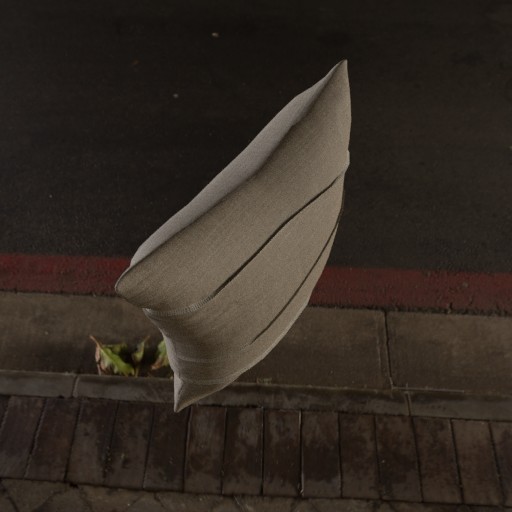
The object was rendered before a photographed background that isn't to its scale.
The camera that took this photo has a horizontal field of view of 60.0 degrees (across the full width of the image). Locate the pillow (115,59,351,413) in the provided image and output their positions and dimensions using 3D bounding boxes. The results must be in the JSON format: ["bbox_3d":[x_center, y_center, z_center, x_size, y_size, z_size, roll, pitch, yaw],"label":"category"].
[{"bbox_3d":[0.000,0.000,0.634,0.169,0.400,0.424,31,62,19],"label":"pillow"}]
